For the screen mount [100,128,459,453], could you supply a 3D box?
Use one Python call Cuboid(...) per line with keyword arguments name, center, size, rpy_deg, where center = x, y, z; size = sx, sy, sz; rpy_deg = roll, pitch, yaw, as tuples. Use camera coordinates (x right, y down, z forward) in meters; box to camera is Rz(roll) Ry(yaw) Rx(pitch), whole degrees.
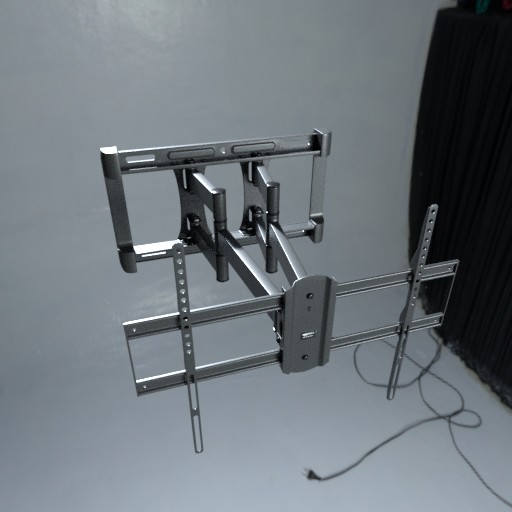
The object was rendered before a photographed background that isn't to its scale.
Cuboid(name="screen mount", center=(0.000, 0.000, 1.095), size=(0.661, 0.491, 0.644), rpy_deg=(-9, 32, -15))
